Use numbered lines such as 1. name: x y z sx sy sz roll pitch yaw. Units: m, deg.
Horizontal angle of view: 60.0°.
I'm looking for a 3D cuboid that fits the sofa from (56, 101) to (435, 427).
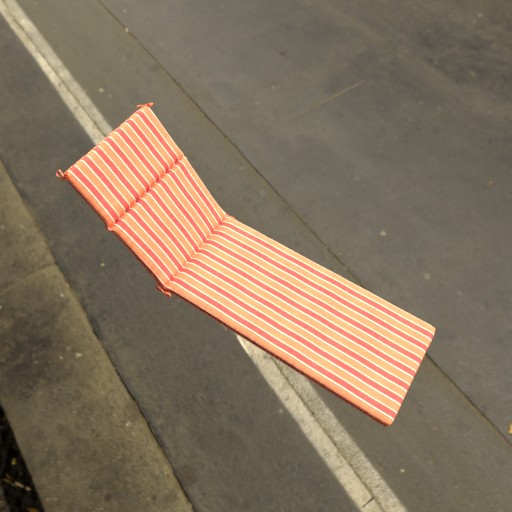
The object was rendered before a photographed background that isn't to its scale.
1. sofa: 0.000 0.000 1.961 1.663 0.622 0.582 29 63 17
